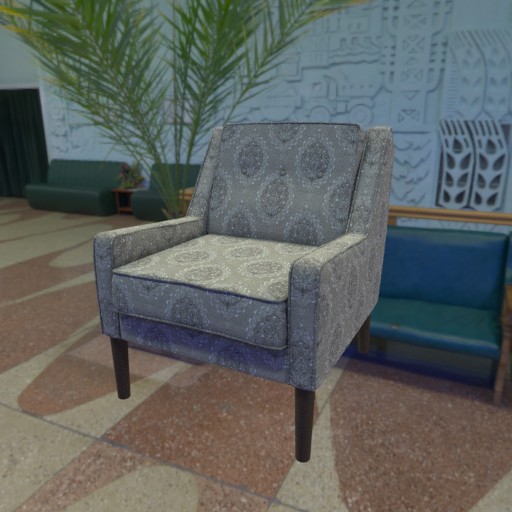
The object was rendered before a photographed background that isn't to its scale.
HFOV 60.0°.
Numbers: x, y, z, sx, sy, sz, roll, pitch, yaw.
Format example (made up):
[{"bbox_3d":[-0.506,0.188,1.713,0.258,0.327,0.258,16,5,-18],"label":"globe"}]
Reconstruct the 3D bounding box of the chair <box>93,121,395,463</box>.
[{"bbox_3d":[0.000,0.000,1.365,0.665,0.797,0.750,8,18,26],"label":"chair"}]
